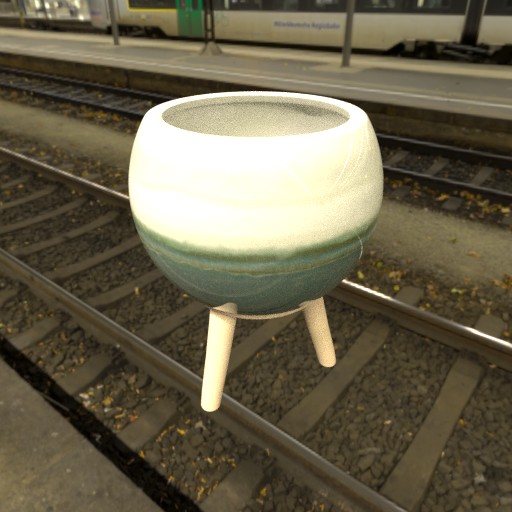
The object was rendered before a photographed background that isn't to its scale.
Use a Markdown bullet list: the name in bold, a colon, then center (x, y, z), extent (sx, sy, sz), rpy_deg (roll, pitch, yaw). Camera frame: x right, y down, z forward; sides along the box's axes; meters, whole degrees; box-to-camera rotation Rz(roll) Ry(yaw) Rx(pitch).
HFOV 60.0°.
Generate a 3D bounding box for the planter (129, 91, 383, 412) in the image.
- **planter**: center (0.000, 0.000, 0.436), extent (0.222, 0.278, 0.222), rpy_deg (0, 30, 0)
